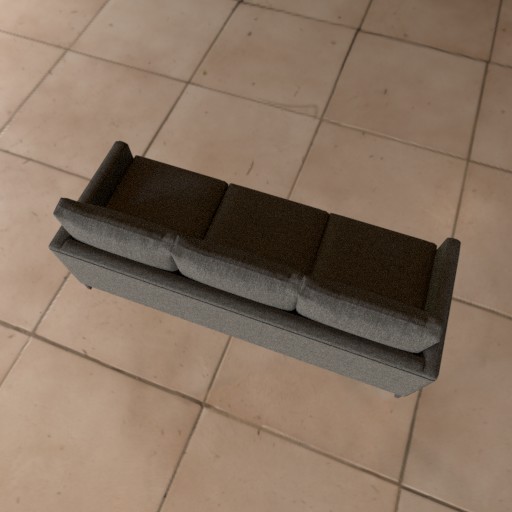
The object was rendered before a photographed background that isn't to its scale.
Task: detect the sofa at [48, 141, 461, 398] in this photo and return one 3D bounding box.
[{"bbox_3d":[0.000,0.000,2.704,2.253,0.879,0.876,18,65,9],"label":"sofa"}]
